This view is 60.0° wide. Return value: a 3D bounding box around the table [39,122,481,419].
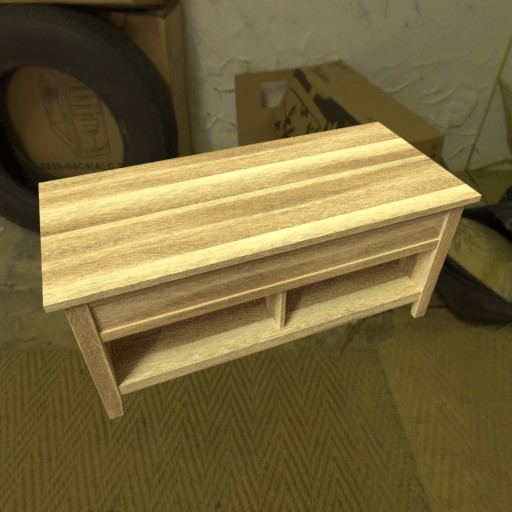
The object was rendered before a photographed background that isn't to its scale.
[{"bbox_3d":[0.000,0.000,1.357,1.095,0.480,0.493,-14,43,-16],"label":"table"}]
